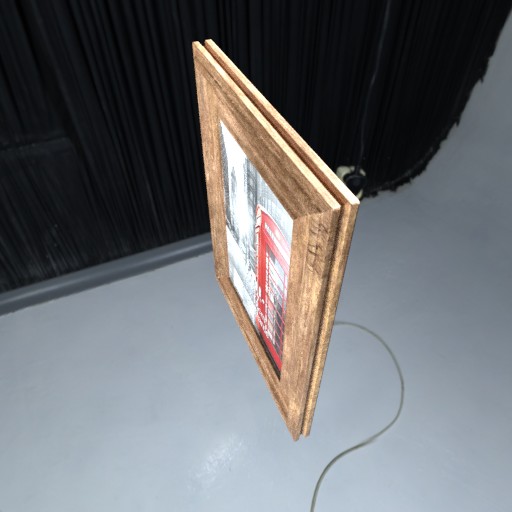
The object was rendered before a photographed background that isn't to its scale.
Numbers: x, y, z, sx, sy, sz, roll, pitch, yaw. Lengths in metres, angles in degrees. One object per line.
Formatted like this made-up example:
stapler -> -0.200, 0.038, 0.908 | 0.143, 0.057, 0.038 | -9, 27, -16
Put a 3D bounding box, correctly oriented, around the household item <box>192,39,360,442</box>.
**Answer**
household item -> 0.000, 0.000, 0.322 | 0.018, 0.237, 0.186 | -17, 49, -16
